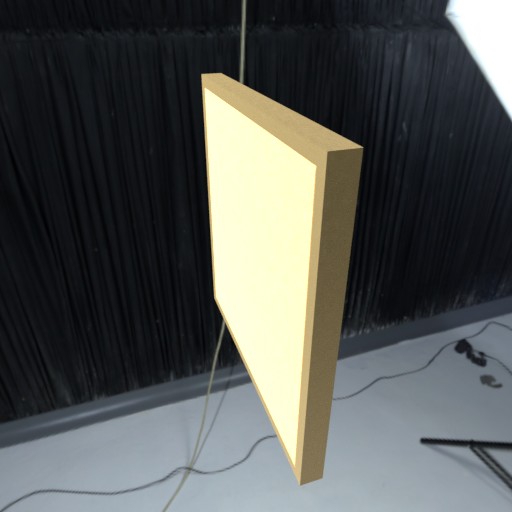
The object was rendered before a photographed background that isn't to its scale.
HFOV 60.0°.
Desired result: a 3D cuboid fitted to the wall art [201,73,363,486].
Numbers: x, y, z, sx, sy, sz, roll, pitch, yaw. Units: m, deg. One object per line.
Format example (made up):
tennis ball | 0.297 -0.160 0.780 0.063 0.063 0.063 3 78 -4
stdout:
wall art | 0.000 0.000 1.888 0.095 1.284 1.284 -10 32 -16
